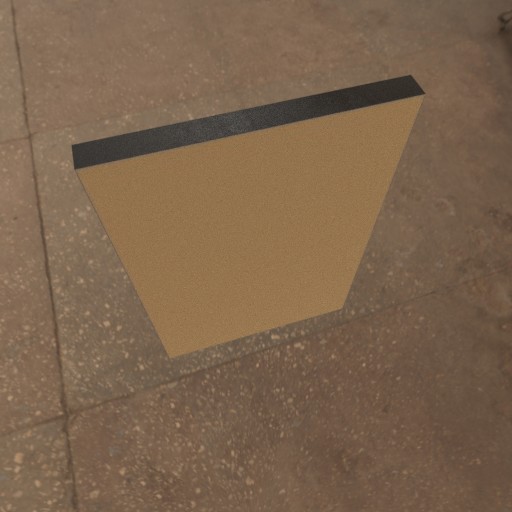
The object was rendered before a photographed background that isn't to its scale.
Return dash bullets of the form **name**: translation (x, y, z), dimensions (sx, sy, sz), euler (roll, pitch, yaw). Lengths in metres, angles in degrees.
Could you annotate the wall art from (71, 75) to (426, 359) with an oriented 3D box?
- **wall art**: translation (0.000, 0.000, 0.580), dimensions (0.313, 0.457, 0.031), euler (-15, 59, -9)
